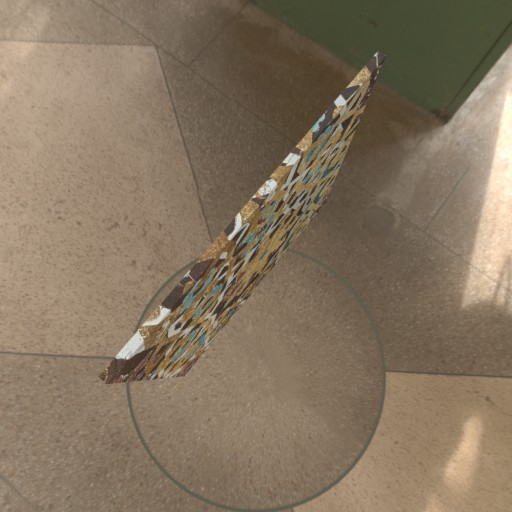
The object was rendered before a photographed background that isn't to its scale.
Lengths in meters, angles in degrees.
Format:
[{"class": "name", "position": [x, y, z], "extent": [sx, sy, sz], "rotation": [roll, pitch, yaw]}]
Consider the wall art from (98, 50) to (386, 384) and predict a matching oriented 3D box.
[{"class": "wall art", "position": [0.000, 0.000, 0.600], "extent": [0.010, 0.406, 0.404], "rotation": [38, 79, 9]}]
